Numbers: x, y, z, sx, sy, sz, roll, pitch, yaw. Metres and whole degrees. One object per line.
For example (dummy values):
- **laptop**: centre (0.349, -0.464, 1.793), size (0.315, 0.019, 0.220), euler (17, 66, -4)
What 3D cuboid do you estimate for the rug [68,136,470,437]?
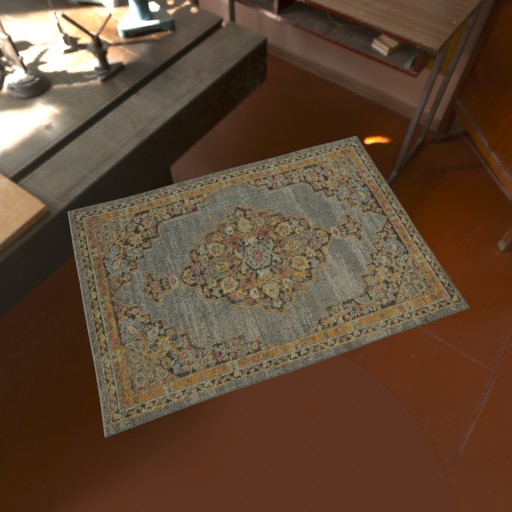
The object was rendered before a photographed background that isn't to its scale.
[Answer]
- **rug**: centre (0.000, 0.000, 3.977), size (3.063, 0.024, 2.158), euler (-17, 60, -10)
